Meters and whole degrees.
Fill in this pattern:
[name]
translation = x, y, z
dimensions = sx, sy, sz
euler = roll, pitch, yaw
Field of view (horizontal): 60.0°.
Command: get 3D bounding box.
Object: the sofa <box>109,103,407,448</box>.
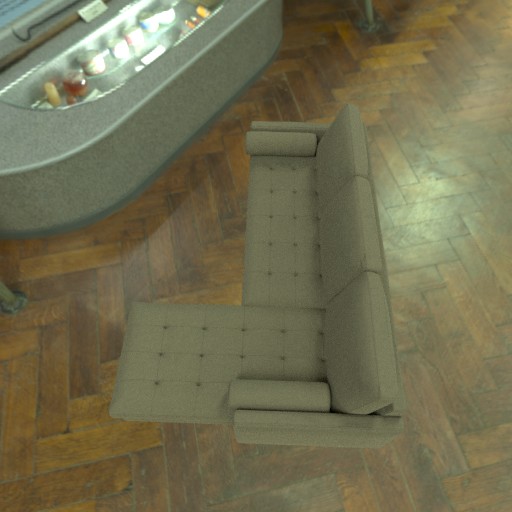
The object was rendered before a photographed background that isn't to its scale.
[sofa]
translation = 0.000, 0.000, 2.854
dimensions = 1.506, 0.875, 2.178
euler = 2, 58, 1
